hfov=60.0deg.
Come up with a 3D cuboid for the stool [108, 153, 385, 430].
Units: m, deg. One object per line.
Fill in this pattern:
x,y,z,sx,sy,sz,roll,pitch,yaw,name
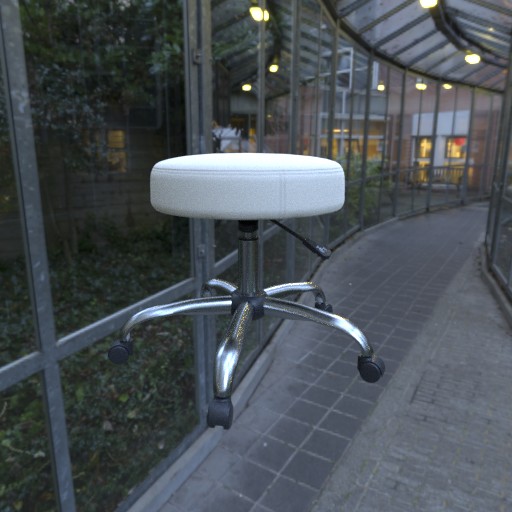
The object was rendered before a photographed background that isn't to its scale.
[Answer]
0.000,0.000,1.066,0.634,0.482,0.614,13,19,43,stool
